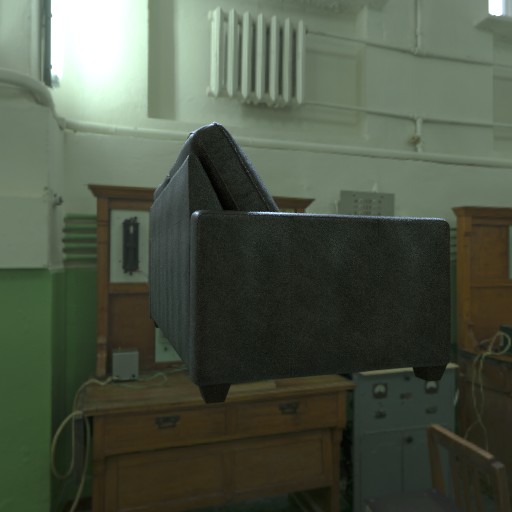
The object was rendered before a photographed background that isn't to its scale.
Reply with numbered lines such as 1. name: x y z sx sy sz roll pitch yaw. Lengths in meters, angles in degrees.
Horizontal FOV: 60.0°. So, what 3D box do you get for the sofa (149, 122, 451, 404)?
1. sofa: 0.000 0.000 2.265 0.939 0.916 1.732 0 -1 -18
